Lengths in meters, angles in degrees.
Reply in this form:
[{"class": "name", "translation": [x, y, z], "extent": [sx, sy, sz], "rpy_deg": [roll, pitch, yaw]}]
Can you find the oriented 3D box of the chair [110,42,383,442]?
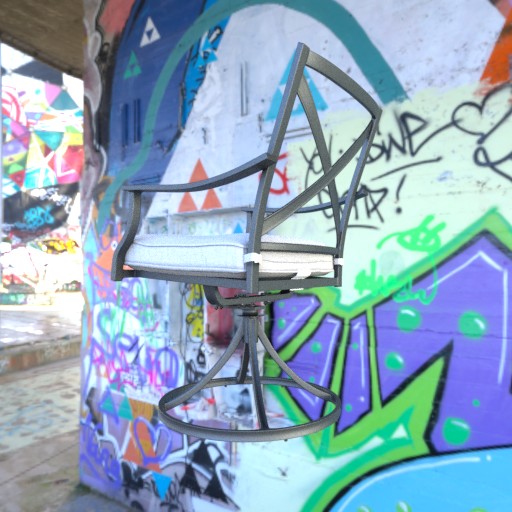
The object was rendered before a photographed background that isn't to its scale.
[{"class": "chair", "translation": [0.000, 0.000, 1.288], "extent": [0.620, 0.889, 0.575], "rpy_deg": [-1, -2, 35]}]
